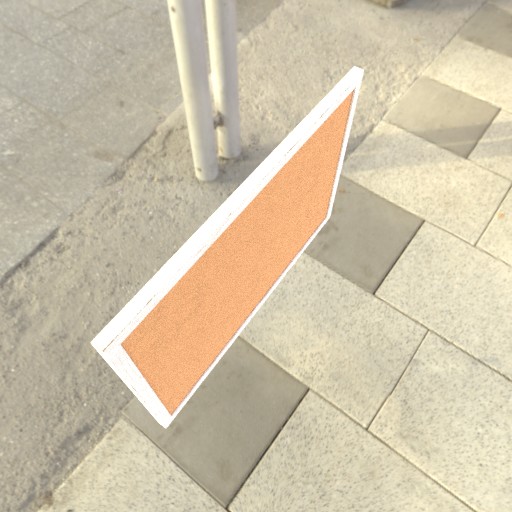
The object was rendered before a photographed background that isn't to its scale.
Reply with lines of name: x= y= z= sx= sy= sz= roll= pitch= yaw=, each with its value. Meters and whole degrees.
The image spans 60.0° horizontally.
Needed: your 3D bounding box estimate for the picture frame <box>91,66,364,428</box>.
picture frame: x=0.000 y=0.000 z=1.240 sx=0.029 sy=0.640 sz=0.950 roll=31 pitch=63 yaw=18
